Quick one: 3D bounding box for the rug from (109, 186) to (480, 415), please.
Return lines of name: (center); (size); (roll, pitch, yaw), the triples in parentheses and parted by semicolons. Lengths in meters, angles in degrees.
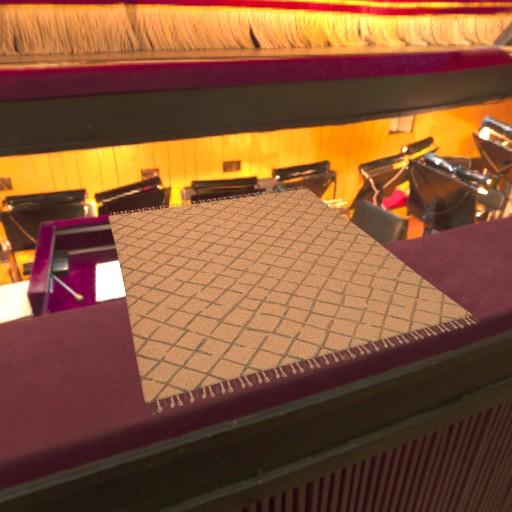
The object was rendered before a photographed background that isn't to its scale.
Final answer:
rug: (0.000, 0.000, 4.891); (2.892, 0.036, 3.585); (-10, 31, -18)
